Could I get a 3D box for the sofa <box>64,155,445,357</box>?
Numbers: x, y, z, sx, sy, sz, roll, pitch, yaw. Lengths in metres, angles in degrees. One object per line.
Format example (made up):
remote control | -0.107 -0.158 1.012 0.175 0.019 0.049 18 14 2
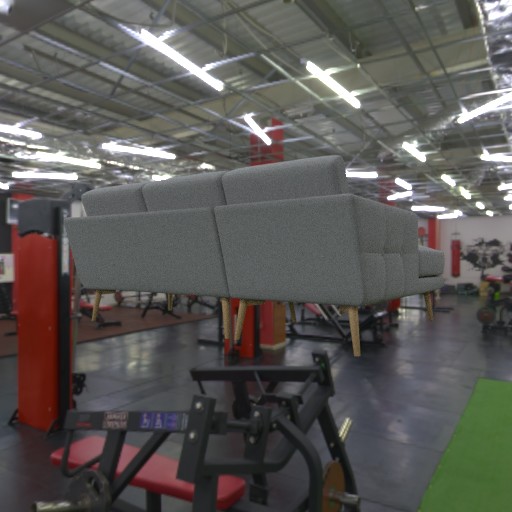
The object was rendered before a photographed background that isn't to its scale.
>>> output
sofa | 0.000 0.000 2.906 2.040 0.860 1.530 0 0 35
